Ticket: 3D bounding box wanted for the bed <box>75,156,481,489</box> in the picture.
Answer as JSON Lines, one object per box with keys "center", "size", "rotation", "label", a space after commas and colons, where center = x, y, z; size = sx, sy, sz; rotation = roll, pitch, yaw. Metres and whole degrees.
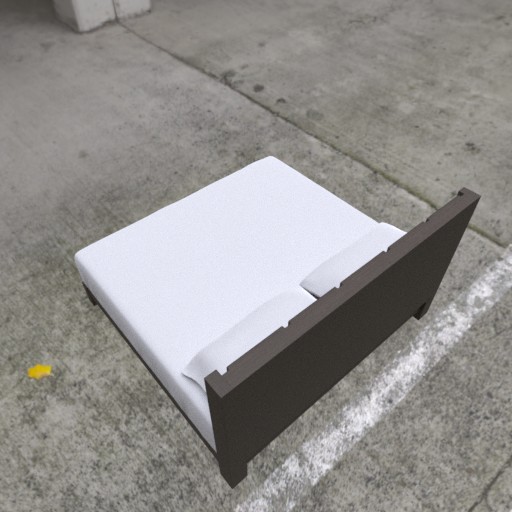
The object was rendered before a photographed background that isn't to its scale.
{"center": [0.000, 0.000, 3.382], "size": [2.134, 1.270, 2.012], "rotation": [-32, 54, -27], "label": "bed"}
